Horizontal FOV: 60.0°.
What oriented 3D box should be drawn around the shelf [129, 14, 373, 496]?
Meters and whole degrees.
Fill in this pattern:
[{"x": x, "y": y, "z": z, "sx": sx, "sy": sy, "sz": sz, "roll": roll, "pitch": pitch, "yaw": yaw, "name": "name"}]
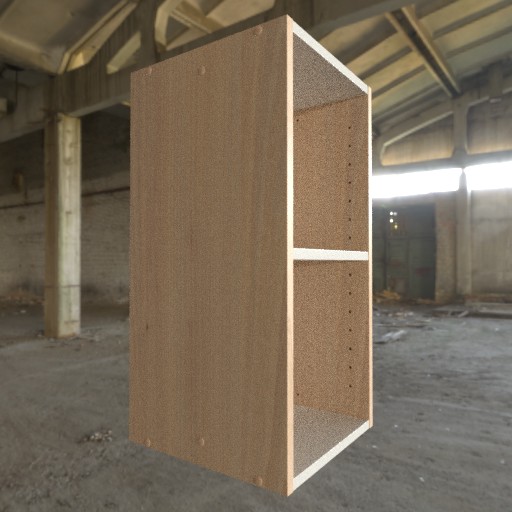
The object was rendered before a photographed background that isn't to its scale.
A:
[{"x": 0.000, "y": 0.000, "z": 0.748, "sx": 0.297, "sy": 0.594, "sz": 0.290, "roll": -1, "pitch": -1, "yaw": 35, "name": "shelf"}]
